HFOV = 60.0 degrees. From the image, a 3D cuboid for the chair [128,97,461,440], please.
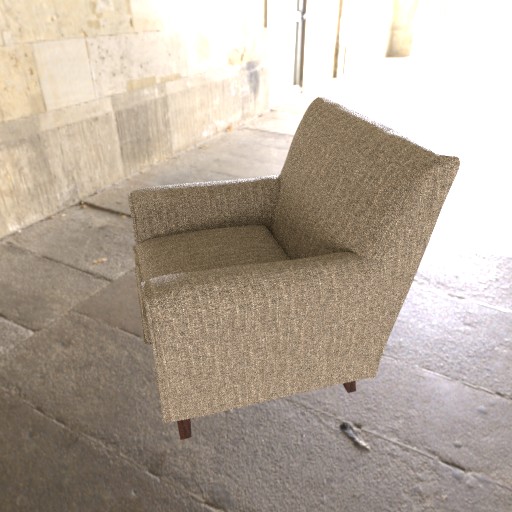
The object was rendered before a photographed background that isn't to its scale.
[{"bbox_3d":[0.000,0.000,1.628,0.873,0.928,0.864,-9,32,-15],"label":"chair"}]
